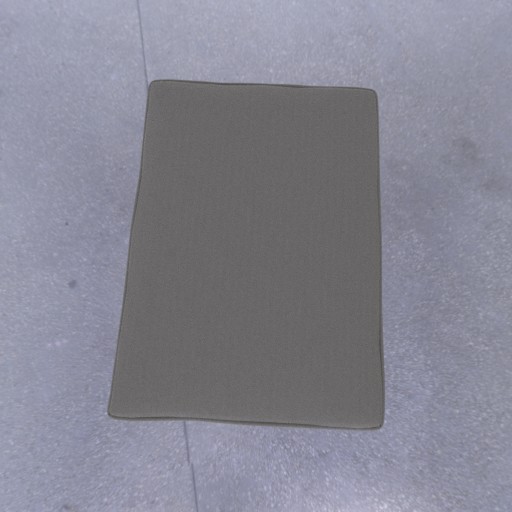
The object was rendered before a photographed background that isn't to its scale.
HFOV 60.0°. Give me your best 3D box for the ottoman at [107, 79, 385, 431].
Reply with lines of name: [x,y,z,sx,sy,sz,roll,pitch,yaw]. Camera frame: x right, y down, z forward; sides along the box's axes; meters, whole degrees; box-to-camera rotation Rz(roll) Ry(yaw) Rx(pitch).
ottoman: [0.000,0.000,1.313,0.703,0.479,0.944,3,76,1]
